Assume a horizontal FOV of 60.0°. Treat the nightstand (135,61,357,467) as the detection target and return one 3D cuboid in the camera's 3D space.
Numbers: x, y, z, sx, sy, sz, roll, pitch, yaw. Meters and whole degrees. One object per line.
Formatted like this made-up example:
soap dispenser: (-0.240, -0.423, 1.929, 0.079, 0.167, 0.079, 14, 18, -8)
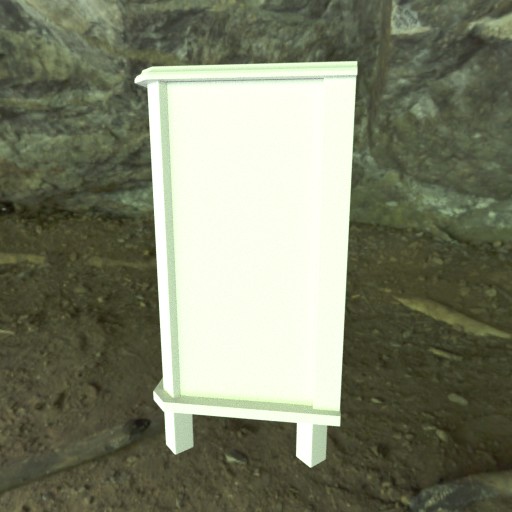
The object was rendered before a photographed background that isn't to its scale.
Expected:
nightstand: (0.000, 0.000, 0.933, 0.351, 0.681, 0.435, 2, 14, 8)
